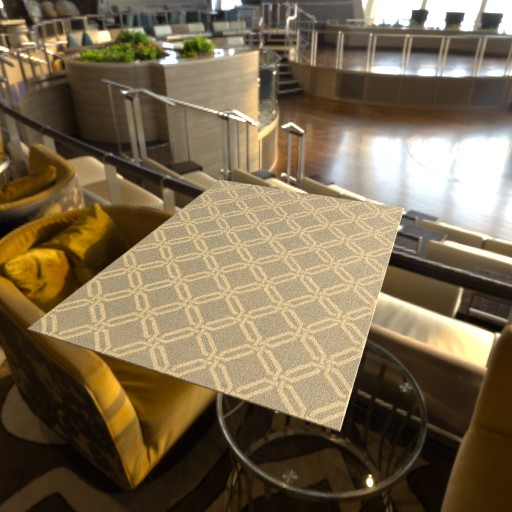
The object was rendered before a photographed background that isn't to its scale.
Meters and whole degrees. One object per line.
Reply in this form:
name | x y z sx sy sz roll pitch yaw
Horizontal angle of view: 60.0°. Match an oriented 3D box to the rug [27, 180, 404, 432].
rug | 0.000 0.000 4.348 2.438 0.013 3.353 12 33 19
